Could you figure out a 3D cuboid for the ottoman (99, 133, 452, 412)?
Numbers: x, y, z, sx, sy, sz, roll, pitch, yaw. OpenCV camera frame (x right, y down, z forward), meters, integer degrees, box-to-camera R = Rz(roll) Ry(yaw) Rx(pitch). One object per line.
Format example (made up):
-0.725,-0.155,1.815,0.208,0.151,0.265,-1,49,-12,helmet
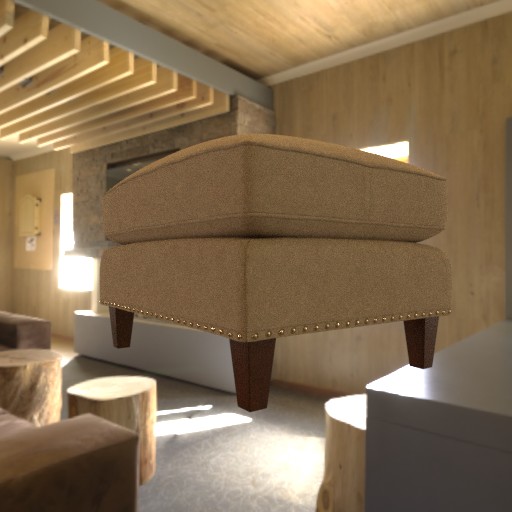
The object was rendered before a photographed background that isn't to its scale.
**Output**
0.000,0.000,1.139,0.584,0.513,0.741,0,-1,-36,ottoman
